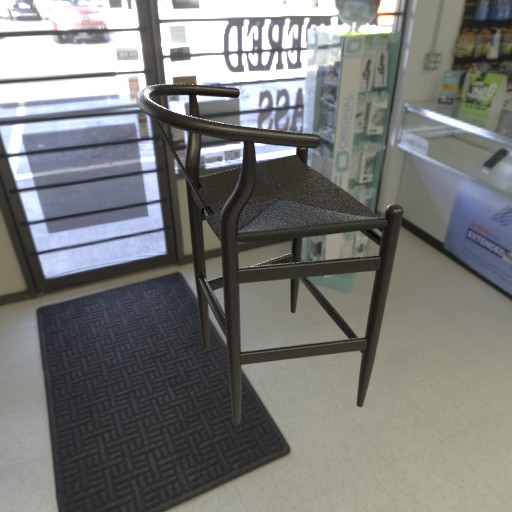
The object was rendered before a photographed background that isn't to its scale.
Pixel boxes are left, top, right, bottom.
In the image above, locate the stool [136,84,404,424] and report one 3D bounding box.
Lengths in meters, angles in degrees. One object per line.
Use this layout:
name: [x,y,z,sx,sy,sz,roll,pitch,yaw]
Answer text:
stool: [0.000,0.000,1.345,0.579,0.970,0.569,-11,33,-18]
